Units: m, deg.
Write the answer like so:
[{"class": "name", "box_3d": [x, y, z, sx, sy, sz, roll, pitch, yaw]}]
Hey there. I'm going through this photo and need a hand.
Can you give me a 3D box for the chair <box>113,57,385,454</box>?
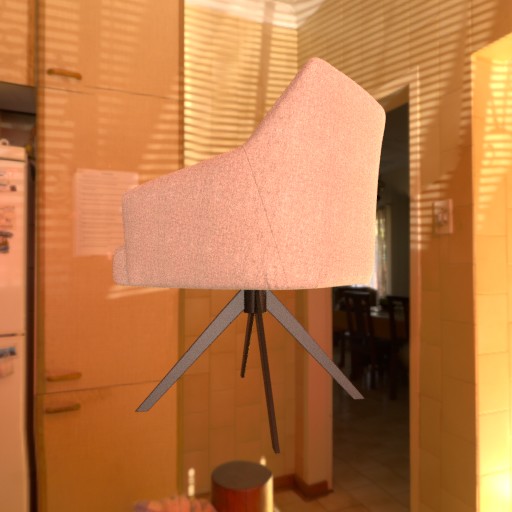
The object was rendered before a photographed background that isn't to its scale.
[{"class": "chair", "box_3d": [0.000, 0.000, 1.309, 0.677, 0.874, 0.642, -1, -1, 36]}]
